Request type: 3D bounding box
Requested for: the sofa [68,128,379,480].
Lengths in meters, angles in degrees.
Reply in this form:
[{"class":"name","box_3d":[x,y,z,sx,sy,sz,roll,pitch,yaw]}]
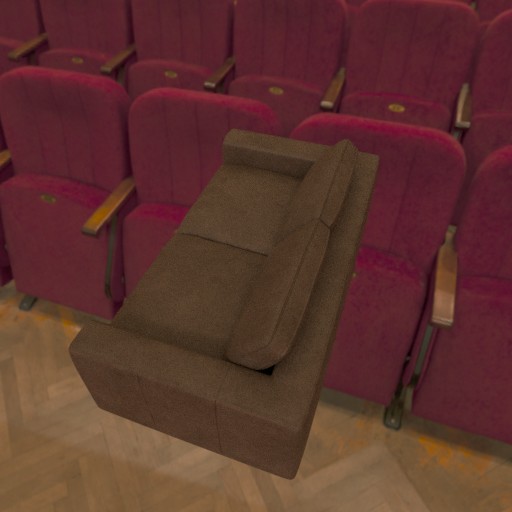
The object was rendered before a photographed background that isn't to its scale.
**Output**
[{"class":"sofa","box_3d":[0.000,0.000,2.489,1.070,0.800,1.920,14,48,13]}]
